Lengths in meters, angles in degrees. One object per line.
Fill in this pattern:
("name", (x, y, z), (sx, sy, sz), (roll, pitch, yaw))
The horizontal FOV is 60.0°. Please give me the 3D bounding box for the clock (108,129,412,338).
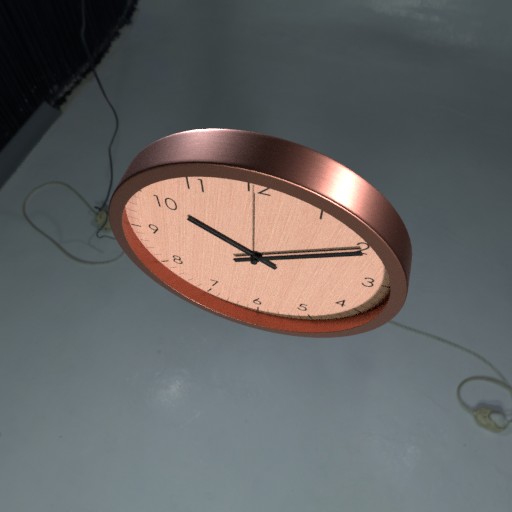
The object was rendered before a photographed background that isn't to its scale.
("clock", (0.000, 0.000, 0.474), (0.313, 0.313, 0.040), (14, 60, 8))
